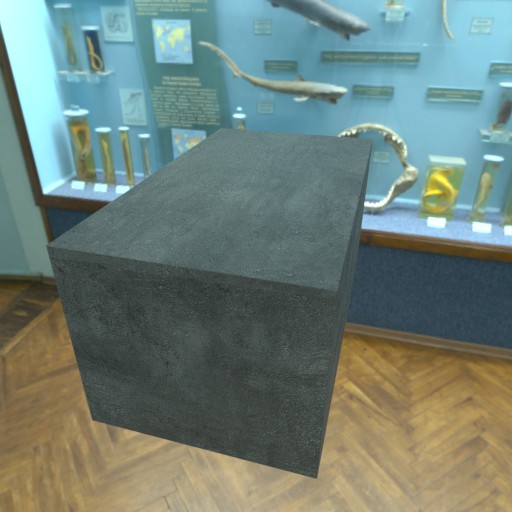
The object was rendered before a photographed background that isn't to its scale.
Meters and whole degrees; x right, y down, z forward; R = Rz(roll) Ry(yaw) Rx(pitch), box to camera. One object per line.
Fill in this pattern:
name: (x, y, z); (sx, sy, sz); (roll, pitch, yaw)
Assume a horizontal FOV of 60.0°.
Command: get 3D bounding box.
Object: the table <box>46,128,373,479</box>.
table: (0.000, 0.000, 0.941); (0.400, 0.350, 0.700); (8, 30, 14)
